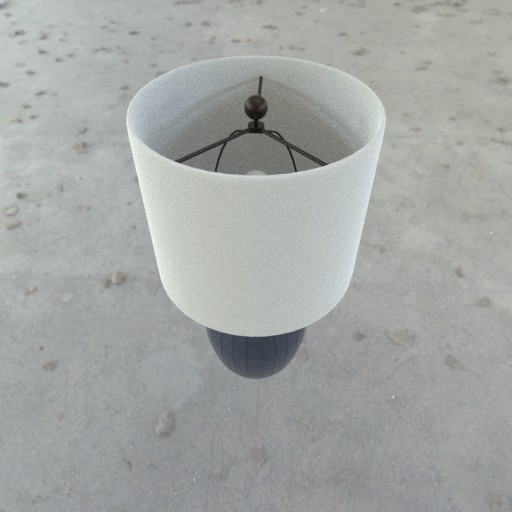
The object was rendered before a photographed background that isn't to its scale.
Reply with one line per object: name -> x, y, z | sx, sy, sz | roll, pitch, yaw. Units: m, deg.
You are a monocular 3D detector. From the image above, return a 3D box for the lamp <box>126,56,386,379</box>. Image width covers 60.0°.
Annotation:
lamp -> 0.000, 0.000, 0.762 | 0.329, 0.570, 0.329 | 2, 45, 2
